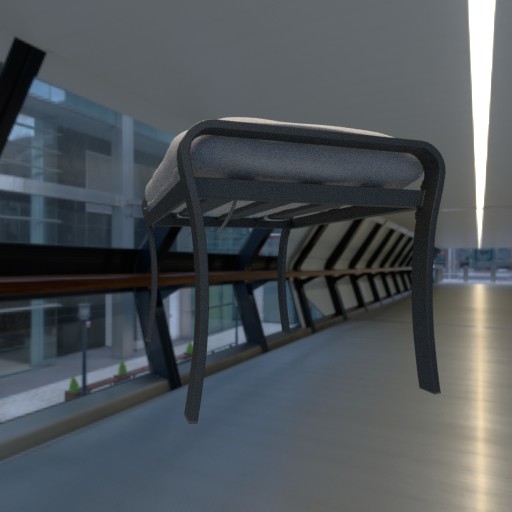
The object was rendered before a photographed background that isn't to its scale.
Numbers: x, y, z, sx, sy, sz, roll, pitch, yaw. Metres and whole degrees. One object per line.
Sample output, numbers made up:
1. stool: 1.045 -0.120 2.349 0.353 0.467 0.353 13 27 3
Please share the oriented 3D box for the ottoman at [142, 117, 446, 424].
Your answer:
1. ottoman: 0.000 0.000 0.901 0.406 0.422 0.610 0 0 -19
